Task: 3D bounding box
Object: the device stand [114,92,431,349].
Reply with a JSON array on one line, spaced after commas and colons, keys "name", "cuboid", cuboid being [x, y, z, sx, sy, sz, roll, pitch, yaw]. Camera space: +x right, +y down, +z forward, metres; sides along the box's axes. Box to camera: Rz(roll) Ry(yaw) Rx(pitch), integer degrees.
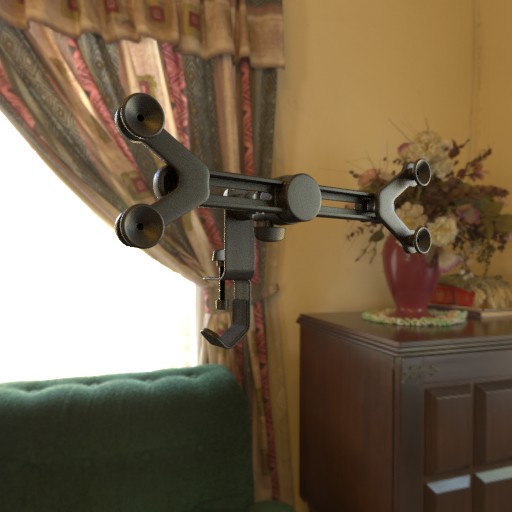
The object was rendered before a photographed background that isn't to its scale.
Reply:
[{"name": "device stand", "cuboid": [0.000, 0.000, 0.358, 0.270, 0.166, 0.142, 1, -1, -36]}]
